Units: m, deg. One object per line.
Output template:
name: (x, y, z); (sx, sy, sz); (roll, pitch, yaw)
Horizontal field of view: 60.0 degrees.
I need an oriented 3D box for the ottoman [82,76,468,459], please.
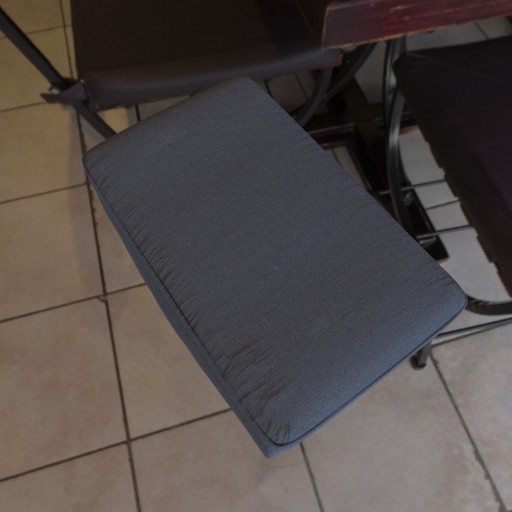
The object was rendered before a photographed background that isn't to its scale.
ottoman: (0.000, 0.000, 1.201); (0.570, 0.438, 0.885); (-32, 67, -16)
